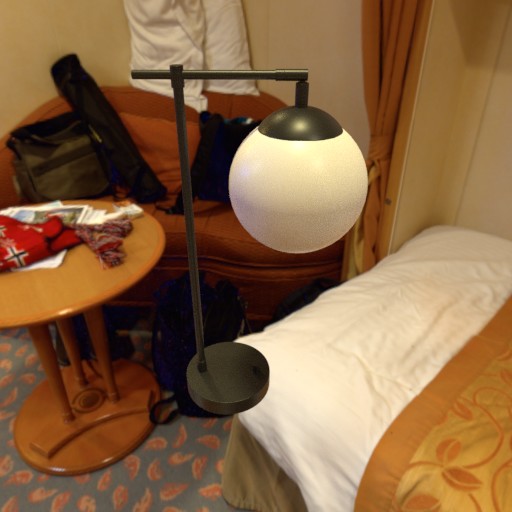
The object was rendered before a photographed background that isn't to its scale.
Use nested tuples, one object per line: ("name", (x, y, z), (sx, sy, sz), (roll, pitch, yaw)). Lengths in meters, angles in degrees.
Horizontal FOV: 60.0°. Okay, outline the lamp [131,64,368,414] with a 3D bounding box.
("lamp", (0.000, 0.000, 0.701), (0.316, 0.559, 0.197), (1, 31, 1))
